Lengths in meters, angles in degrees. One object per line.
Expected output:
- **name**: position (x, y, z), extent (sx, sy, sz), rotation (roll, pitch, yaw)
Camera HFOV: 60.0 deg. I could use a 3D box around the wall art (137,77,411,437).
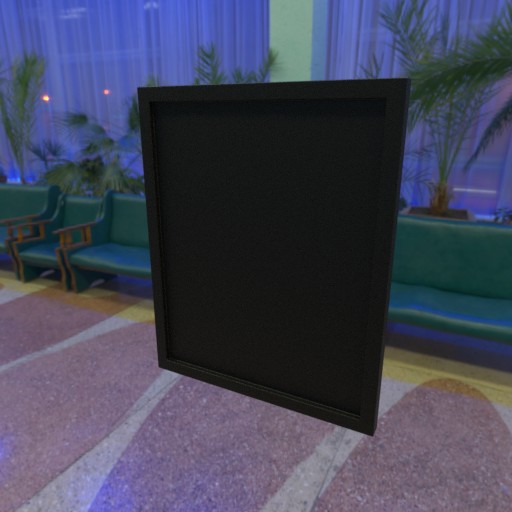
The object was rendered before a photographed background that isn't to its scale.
- **wall art**: position (0.000, 0.000, 0.768), extent (0.457, 0.559, 0.028), rotation (9, 20, 27)
